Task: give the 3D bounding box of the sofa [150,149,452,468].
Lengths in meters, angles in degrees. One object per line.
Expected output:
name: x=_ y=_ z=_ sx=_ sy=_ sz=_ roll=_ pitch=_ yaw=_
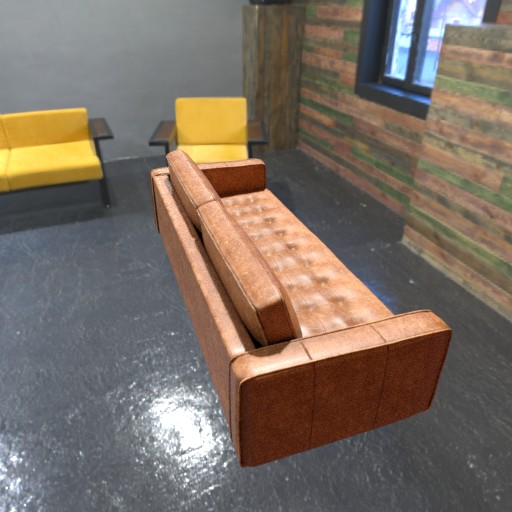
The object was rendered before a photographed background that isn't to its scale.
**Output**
sofa: x=0.000 y=0.000 z=2.532 sx=0.886 sy=0.779 sz=2.199 roll=-10 pitch=32 yaw=-17
